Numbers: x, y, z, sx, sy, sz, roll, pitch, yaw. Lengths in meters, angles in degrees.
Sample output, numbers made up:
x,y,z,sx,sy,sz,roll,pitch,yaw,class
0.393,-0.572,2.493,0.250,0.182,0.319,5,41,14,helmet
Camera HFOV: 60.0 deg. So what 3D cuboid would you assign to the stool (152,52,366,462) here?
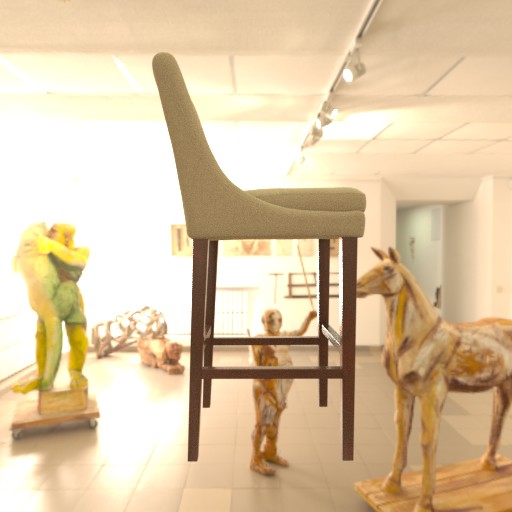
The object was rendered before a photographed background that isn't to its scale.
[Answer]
x,y,z,sx,sy,sz,roll,pitch,yaw,class
0.000,0.000,1.367,0.577,1.078,0.470,0,2,-1,stool
